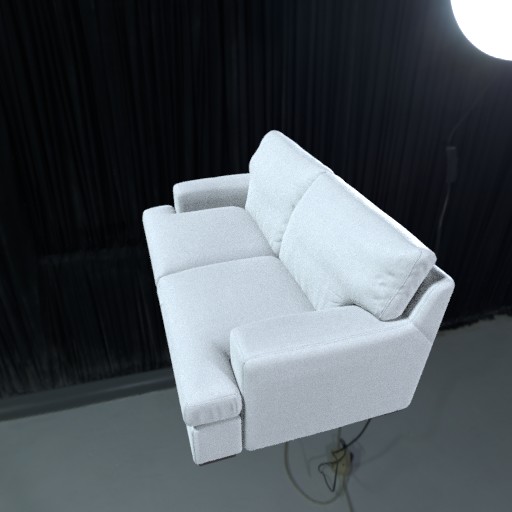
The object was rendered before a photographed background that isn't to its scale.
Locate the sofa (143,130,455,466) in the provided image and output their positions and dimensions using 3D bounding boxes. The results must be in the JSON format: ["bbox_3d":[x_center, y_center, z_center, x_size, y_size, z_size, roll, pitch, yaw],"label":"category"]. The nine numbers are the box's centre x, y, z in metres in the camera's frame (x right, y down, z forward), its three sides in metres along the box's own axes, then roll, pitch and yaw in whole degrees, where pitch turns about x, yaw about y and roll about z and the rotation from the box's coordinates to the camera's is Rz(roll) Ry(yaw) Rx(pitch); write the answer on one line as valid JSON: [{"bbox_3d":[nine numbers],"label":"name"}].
[{"bbox_3d":[0.000,0.000,2.519,1.143,0.940,1.880,-9,32,-15],"label":"sofa"}]
